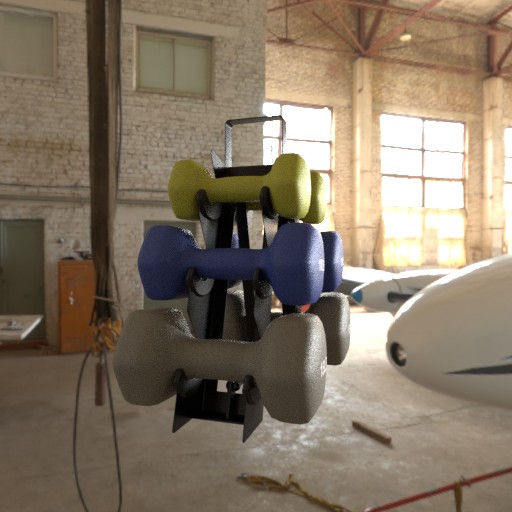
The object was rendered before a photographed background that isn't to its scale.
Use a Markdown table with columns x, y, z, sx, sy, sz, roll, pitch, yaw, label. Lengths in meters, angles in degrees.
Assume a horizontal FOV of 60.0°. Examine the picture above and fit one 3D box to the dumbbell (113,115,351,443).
| x | y | z | sx | sy | sz | roll | pitch | yaw | label |
| --- | --- | --- | --- | --- | --- | --- | --- | --- | --- |
| 0.000 | 0.000 | 0.696 | 0.261 | 0.426 | 0.416 | 0 | 1 | 18 | dumbbell |
